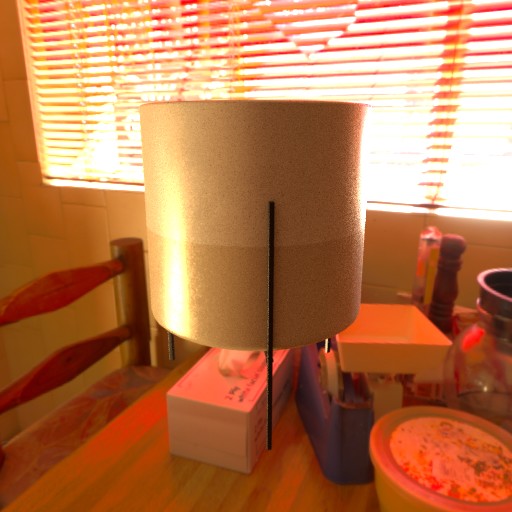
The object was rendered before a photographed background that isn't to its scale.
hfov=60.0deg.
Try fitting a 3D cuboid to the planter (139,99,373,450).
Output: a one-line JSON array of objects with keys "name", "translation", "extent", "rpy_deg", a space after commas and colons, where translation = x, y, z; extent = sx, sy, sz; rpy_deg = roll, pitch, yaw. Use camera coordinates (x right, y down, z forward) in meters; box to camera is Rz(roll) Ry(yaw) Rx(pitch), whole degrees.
[{"name": "planter", "translation": [0.000, 0.000, 0.756], "extent": [0.359, 0.484, 0.368], "rpy_deg": [-2, 16, -6]}]
